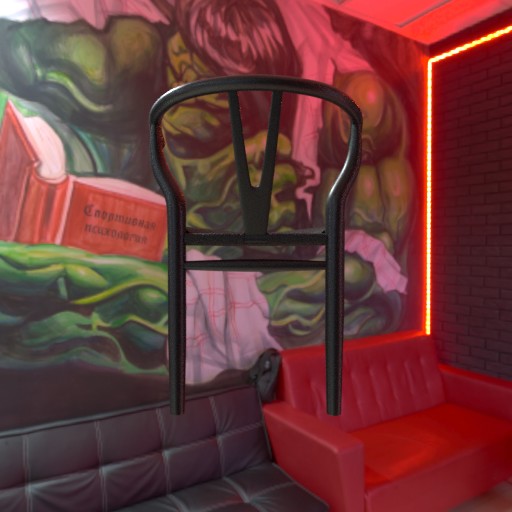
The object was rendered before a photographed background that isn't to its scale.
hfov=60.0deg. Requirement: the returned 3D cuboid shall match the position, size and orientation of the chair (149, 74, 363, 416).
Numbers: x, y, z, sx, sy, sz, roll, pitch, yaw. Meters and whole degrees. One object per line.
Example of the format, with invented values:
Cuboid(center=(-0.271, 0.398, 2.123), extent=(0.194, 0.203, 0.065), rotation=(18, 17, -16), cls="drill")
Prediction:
Cuboid(center=(0.000, 0.000, 1.164), extent=(0.569, 0.730, 0.579), rotation=(0, 1, 0), cls="chair")
